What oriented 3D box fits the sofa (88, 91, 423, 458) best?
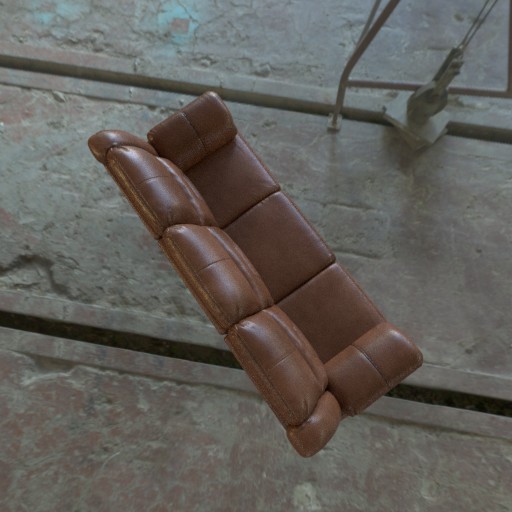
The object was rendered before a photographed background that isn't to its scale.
[{"bbox_3d":[0.000,0.000,2.951,0.991,1.043,2.337,-35,79,-8],"label":"sofa"}]
